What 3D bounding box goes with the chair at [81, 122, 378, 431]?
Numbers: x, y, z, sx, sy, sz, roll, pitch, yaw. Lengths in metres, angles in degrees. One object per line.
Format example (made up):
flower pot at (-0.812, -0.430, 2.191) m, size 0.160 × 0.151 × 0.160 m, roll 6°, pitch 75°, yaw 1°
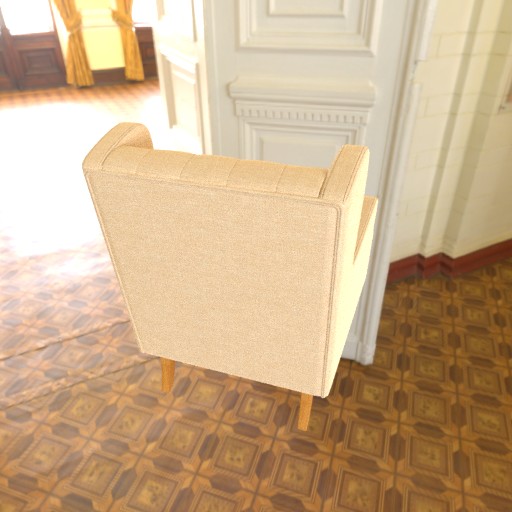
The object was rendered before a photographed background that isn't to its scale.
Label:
chair at (0.000, 0.000, 1.477) m, size 0.710 × 0.930 × 0.760 m, roll 10°, pitch 34°, yaw 15°
